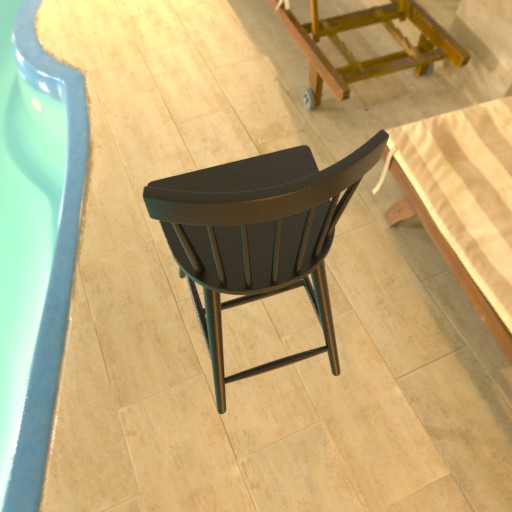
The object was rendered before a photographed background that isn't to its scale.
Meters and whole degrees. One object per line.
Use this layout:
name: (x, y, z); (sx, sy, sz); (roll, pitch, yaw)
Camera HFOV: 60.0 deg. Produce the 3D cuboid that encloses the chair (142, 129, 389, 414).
chair: (0.000, 0.000, 1.253); (0.483, 0.952, 0.572); (-15, 60, -9)
